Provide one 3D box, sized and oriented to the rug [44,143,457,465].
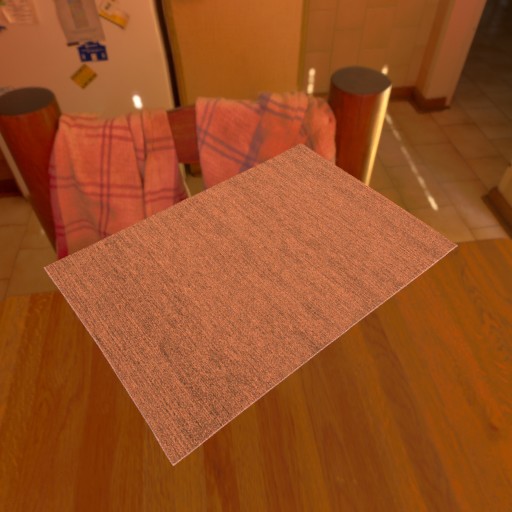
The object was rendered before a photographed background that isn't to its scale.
[{"bbox_3d":[0.000,0.000,3.026,2.338,0.030,1.616,-31,54,-25],"label":"rug"}]
